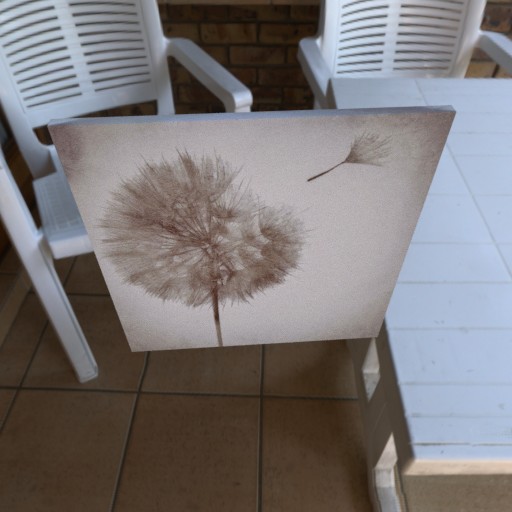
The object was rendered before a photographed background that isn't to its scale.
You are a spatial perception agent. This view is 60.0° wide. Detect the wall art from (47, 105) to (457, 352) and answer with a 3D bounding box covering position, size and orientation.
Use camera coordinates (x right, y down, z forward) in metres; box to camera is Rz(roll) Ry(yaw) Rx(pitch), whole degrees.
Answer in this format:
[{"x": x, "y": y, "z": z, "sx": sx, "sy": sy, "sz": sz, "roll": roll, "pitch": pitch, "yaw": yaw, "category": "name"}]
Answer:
[{"x": 0.000, "y": 0.000, "z": 1.106, "sx": 0.762, "sy": 0.762, "sz": 0.027, "roll": -3, "pitch": 46, "yaw": -3, "category": "wall art"}]
